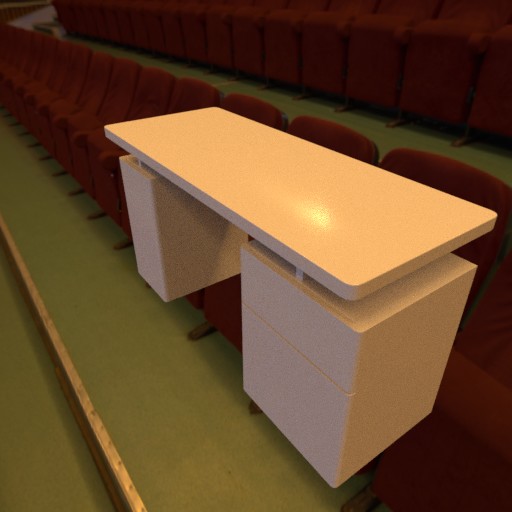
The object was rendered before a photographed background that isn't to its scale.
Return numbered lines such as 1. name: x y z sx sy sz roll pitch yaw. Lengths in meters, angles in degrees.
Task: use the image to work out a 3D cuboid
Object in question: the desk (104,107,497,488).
1. desk: 0.000 0.000 1.689 0.550 0.762 1.400 -21 38 -30
